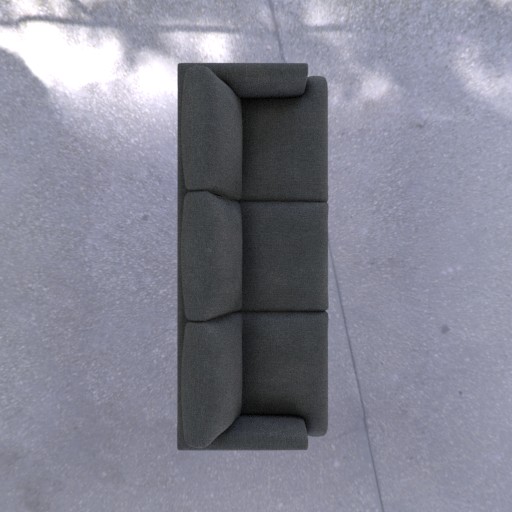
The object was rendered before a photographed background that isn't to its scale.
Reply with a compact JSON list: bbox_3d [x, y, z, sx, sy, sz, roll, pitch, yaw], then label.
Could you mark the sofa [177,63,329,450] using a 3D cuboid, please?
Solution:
[{"bbox_3d":[0.000,0.000,2.730,0.903,0.930,2.246,0,90,0],"label":"sofa"}]
